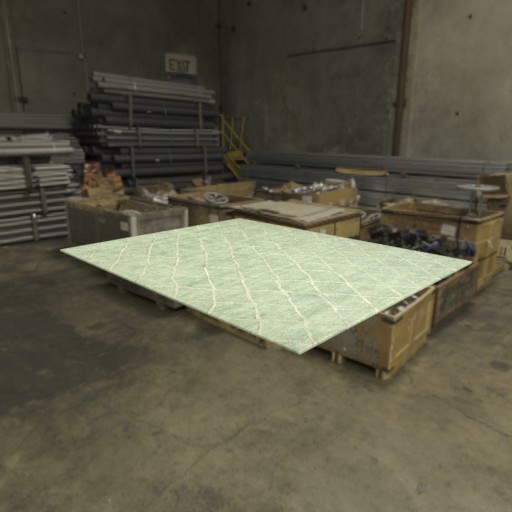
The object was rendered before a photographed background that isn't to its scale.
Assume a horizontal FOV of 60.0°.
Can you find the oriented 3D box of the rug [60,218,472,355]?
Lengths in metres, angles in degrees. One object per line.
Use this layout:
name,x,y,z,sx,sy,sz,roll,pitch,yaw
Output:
rug,0.000,0.000,4.161,3.039,0.019,2.420,15,21,43
